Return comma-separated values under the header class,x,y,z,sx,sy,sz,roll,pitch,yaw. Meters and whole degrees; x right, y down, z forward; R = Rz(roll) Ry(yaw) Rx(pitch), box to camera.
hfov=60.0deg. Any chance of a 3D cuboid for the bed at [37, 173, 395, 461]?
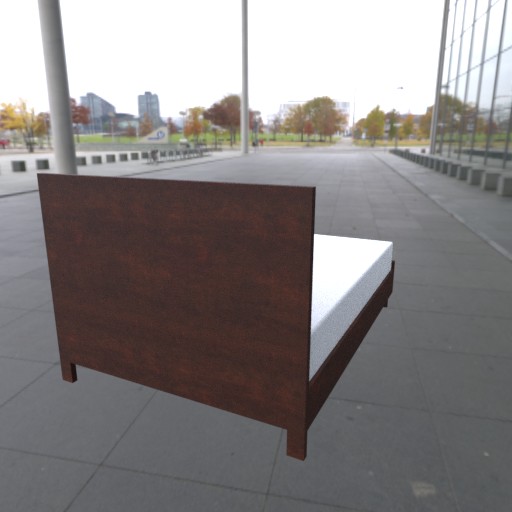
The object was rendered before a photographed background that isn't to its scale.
class,x,y,z,sx,sy,sz,roll,pitch,yaw
bed,0.000,0.000,3.195,1.600,1.270,2.184,7,17,26
